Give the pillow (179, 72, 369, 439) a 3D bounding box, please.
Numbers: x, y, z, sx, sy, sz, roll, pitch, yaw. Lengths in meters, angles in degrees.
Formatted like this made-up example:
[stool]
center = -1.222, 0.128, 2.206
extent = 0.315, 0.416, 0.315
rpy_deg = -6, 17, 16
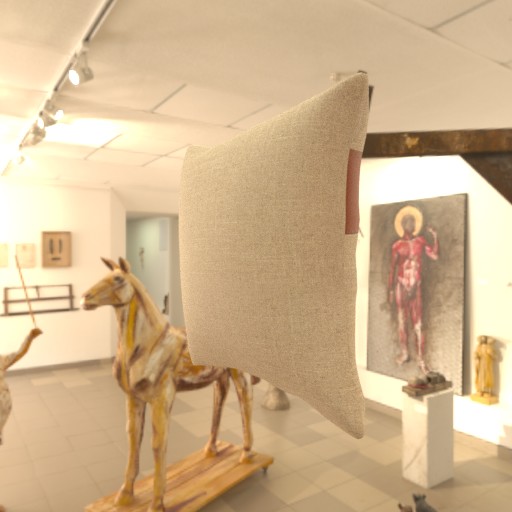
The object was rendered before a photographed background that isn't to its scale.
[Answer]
[pillow]
center = 0.000, 0.000, 0.646
extent = 0.173, 0.399, 0.414
rpy_deg = 0, 0, -35
